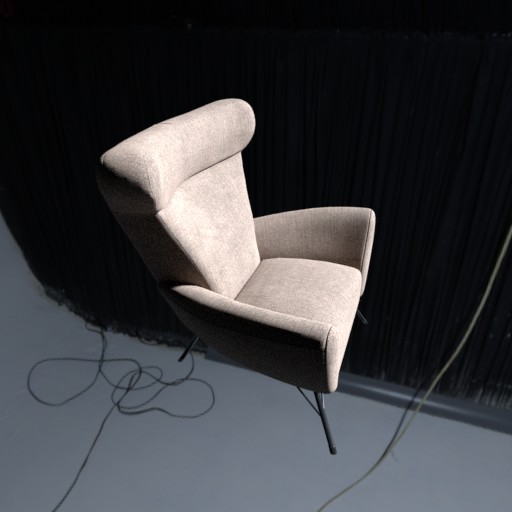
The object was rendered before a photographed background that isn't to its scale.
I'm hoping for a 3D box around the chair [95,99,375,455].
[{"bbox_3d":[0.000,0.000,1.778,0.900,1.040,0.980,10,32,17],"label":"chair"}]
